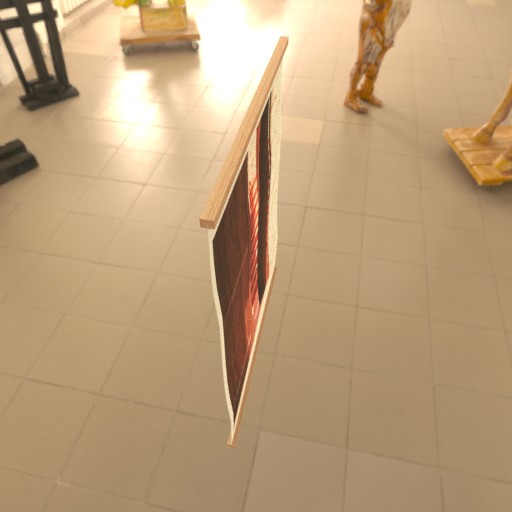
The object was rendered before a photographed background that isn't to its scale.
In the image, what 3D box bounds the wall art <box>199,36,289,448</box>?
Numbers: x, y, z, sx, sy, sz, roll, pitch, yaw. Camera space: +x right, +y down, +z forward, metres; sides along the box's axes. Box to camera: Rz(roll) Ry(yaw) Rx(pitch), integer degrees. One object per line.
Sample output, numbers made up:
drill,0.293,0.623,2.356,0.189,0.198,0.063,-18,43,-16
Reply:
wall art,0.000,0.000,0.691,0.013,0.508,0.406,9,47,8
